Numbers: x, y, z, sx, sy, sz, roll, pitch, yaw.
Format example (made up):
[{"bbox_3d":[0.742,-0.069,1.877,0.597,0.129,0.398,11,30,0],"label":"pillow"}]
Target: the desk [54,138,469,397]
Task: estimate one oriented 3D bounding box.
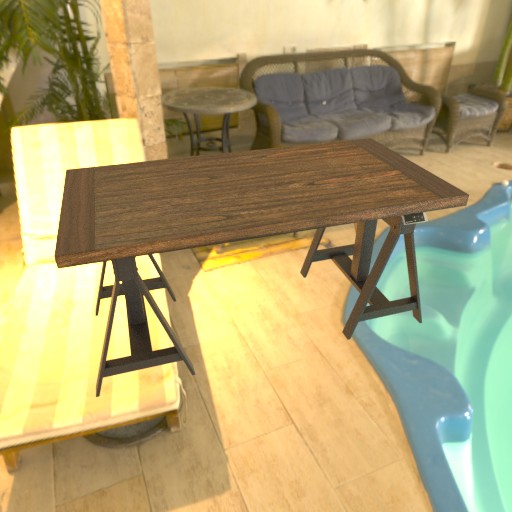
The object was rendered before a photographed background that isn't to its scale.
[{"bbox_3d":[0.000,0.000,2.038,1.543,0.725,0.784,-9,33,-15],"label":"desk"}]
